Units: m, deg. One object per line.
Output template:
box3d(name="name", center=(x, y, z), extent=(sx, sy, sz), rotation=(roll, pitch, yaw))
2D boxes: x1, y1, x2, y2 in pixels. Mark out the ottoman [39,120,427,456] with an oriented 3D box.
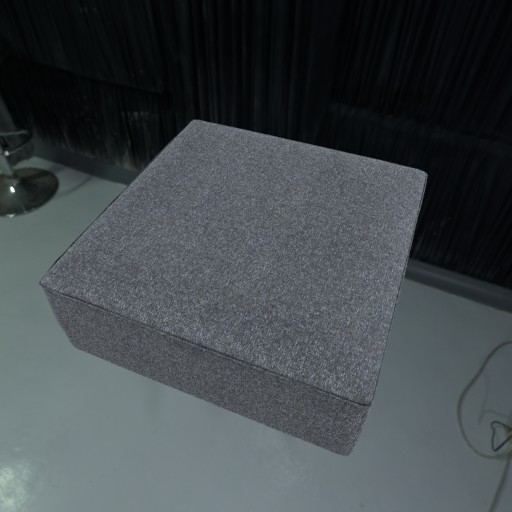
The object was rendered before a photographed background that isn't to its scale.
box3d(name="ottoman", center=(0.000, 0.000, 1.608), extent=(1.021, 0.423, 1.017), rotation=(17, 50, 15))
